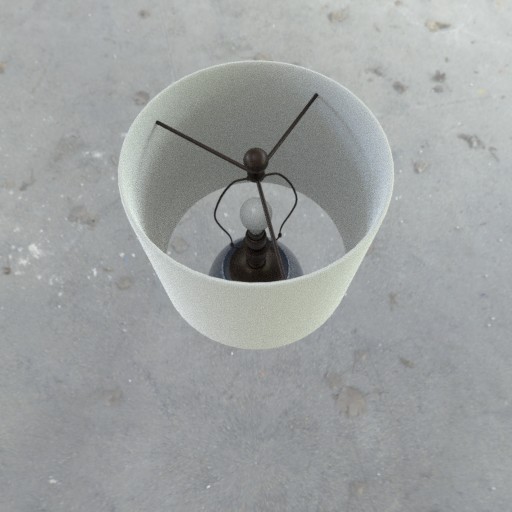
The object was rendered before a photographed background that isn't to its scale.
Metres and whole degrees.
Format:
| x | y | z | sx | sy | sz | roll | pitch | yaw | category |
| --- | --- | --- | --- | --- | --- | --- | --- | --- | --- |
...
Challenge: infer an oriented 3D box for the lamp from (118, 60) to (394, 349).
| x | y | z | sx | sy | sz | roll | pitch | yaw | category |
| --- | --- | --- | --- | --- | --- | --- | --- | --- | --- |
| 0.000 | 0.000 | 0.775 | 0.329 | 0.570 | 0.329 | -11 | 66 | -5 | lamp |
